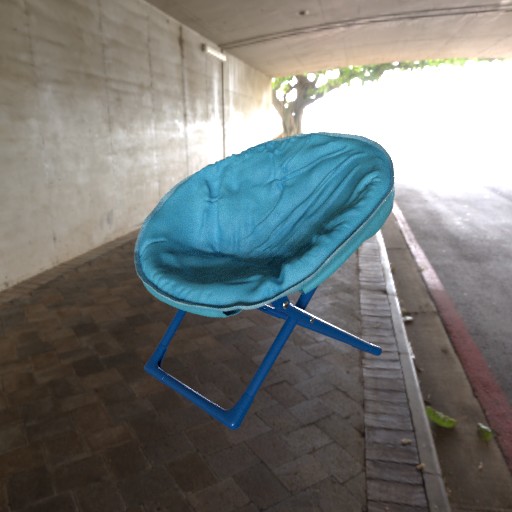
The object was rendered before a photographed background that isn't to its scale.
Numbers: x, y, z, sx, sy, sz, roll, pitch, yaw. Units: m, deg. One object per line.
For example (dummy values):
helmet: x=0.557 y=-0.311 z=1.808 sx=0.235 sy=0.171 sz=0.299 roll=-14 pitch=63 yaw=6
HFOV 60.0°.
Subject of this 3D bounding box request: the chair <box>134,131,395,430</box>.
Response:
chair: x=0.000 y=0.000 z=0.890 sx=0.520 sy=0.478 sz=0.465 roll=15 pitch=22 yaw=42
